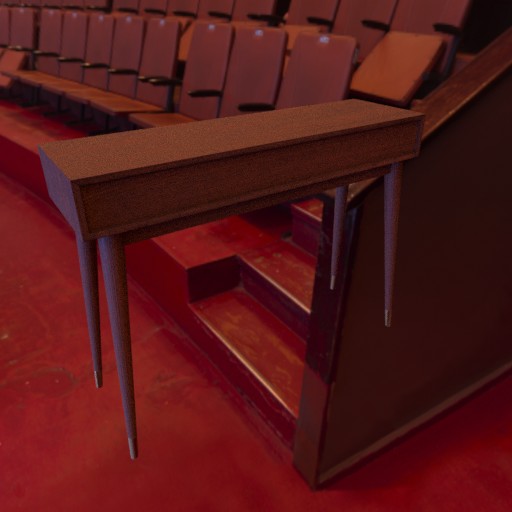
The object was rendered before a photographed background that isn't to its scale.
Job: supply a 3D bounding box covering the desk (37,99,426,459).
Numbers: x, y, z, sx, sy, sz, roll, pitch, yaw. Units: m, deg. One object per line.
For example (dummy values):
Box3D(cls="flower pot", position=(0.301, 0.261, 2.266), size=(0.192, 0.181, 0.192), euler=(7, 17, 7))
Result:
Box3D(cls="desk", position=(0.000, 0.000, 1.598), size=(1.204, 0.917, 0.384), euler=(-18, 34, -29))
